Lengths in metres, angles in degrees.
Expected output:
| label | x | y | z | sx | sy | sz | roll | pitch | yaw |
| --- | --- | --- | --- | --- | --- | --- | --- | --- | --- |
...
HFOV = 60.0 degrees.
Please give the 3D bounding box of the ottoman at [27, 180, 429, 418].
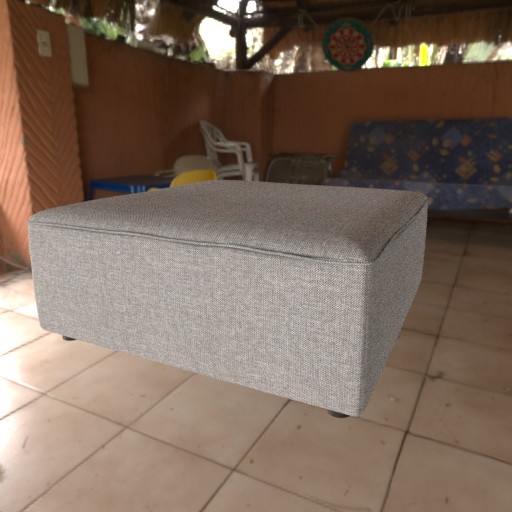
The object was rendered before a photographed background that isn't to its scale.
| label | x | y | z | sx | sy | sz | roll | pitch | yaw |
| --- | --- | --- | --- | --- | --- | --- | --- | --- | --- |
| ottoman | 0.000 | 0.000 | 1.533 | 1.017 | 0.423 | 1.023 | 8 | 17 | 26 |
